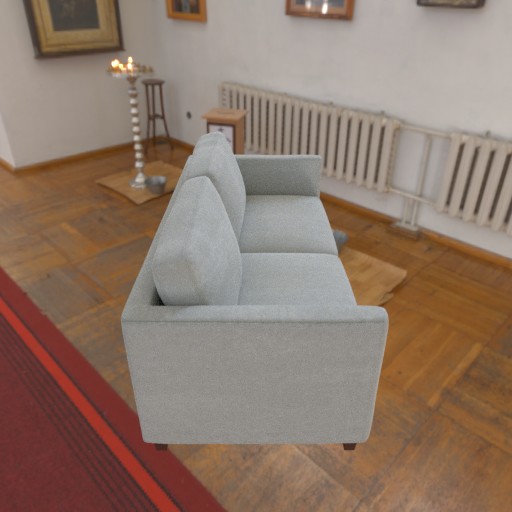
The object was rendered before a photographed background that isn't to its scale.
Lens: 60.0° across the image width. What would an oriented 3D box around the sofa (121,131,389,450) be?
[{"bbox_3d":[0.000,0.000,2.423,0.950,0.963,1.884,0,30,0],"label":"sofa"}]
